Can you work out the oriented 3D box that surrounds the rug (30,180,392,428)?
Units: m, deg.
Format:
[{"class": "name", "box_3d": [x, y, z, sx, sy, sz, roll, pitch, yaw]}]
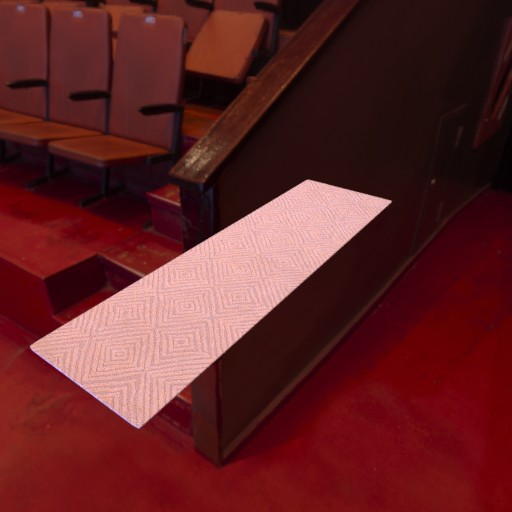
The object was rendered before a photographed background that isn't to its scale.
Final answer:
[{"class": "rug", "box_3d": [0.000, 0.000, 2.451, 0.676, 0.008, 2.277, 21, 37, 30]}]
